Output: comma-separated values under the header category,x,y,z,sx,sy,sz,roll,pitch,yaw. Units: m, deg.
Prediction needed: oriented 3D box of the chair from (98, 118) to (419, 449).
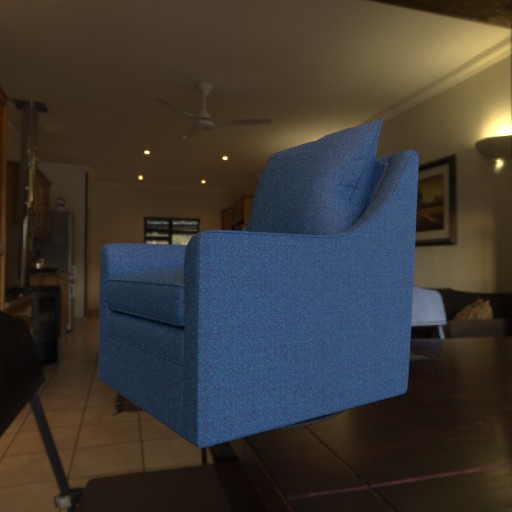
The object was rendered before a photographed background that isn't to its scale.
category,x,y,z,sx,sy,sz,roll,pitch,yaw
chair,0.000,0.000,1.545,0.870,0.939,0.750,1,-2,-36
